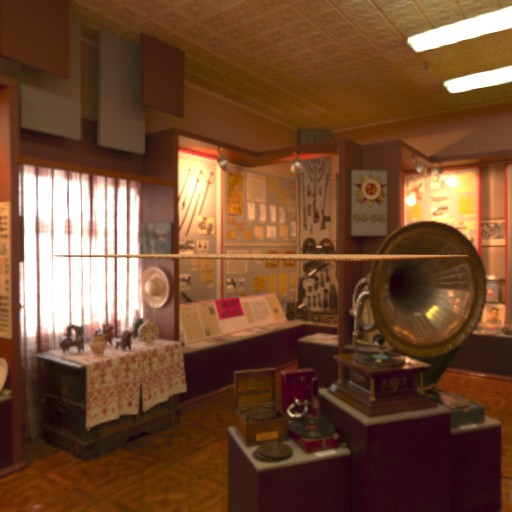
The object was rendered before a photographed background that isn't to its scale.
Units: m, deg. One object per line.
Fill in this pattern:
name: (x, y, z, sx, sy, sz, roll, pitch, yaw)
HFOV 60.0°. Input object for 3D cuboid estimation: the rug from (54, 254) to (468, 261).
rug: (0.000, 0.000, 2.776, 2.141, 0.013, 1.566, 0, 1, 38)
